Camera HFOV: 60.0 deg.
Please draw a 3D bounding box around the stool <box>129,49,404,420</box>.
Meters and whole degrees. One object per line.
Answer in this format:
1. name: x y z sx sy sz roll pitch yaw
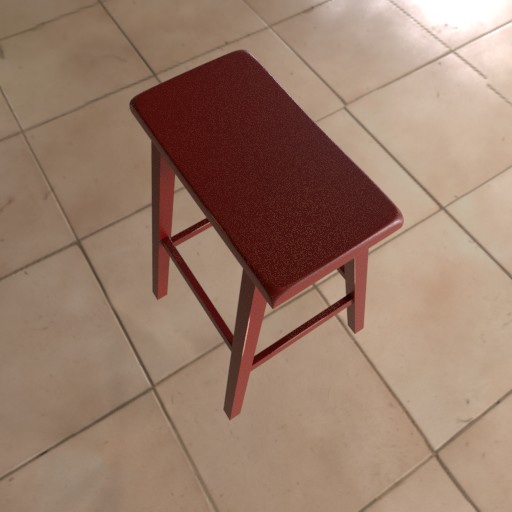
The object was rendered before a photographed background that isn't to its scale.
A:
1. stool: 0.000 0.000 1.035 0.476 0.737 0.457 -31 67 -14
